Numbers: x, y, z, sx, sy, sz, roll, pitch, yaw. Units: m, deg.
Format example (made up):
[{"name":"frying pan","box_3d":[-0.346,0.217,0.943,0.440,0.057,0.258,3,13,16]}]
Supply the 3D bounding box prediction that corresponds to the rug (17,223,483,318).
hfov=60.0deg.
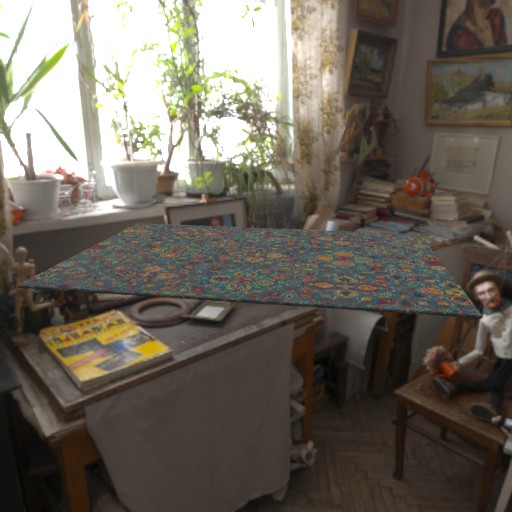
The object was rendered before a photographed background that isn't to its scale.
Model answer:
[{"name":"rug","box_3d":[0.000,0.000,2.284,1.836,0.014,1.216,3,17,9]}]
